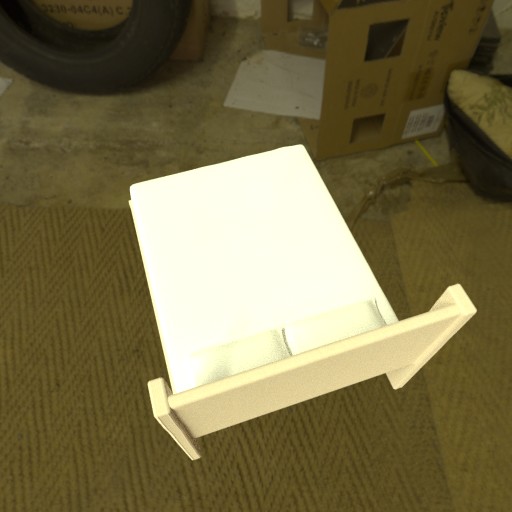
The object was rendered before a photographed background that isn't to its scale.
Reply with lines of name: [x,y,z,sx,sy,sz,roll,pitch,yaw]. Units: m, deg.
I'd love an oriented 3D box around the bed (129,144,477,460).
bed: [0.000,0.000,3.443,1.778,1.471,2.293,-16,59,-10]
